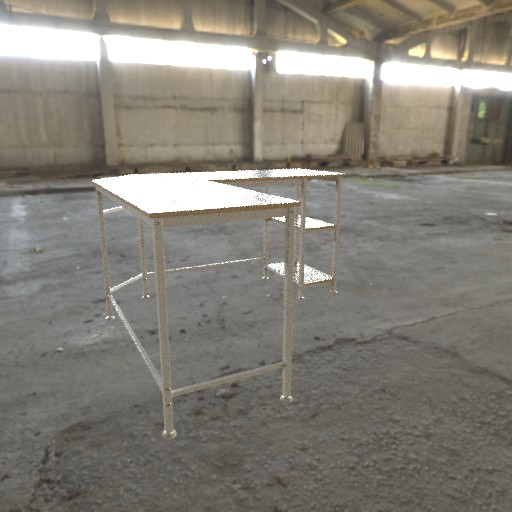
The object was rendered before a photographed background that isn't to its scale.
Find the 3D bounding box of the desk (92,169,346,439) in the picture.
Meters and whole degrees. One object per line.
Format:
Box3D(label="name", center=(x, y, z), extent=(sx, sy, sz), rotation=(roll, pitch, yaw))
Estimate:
Box3D(label="desk", center=(0.000, 0.000, 2.224), extent=(1.379, 0.739, 1.379), rotation=(-8, 17, -26))
